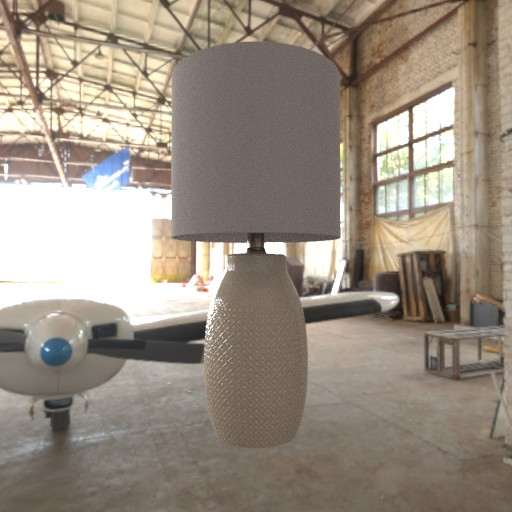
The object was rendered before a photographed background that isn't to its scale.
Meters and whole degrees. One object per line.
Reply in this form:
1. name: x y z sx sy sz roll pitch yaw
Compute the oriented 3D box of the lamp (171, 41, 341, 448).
1. lamp: 0.000 0.000 0.575 0.217 0.453 0.217 0 -1 16
